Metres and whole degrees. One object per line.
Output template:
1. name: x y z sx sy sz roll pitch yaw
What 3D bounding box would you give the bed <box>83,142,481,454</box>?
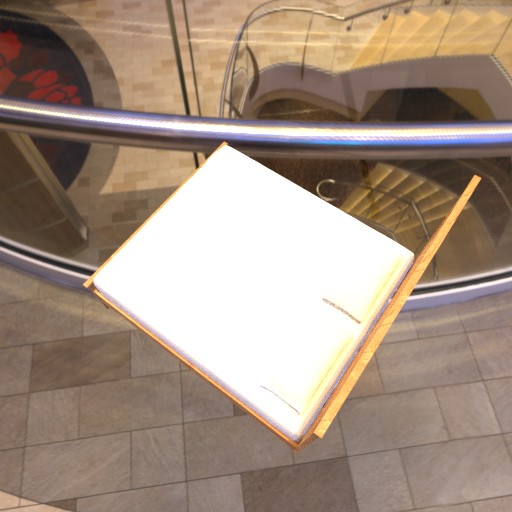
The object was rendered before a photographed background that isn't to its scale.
1. bed: 0.000 0.000 4.092 2.530 1.938 2.225 33 67 16
